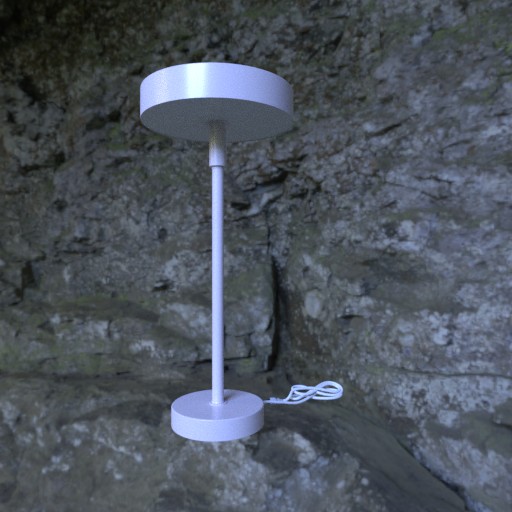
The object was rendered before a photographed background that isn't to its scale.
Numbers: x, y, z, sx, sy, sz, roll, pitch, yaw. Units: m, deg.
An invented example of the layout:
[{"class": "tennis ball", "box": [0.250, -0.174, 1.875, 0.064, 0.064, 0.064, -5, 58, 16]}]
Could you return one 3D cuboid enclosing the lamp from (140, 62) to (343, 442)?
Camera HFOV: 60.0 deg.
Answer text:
[{"class": "lamp", "box": [0.000, 0.000, 0.715, 0.369, 0.508, 0.229, 0, 0, -35]}]
